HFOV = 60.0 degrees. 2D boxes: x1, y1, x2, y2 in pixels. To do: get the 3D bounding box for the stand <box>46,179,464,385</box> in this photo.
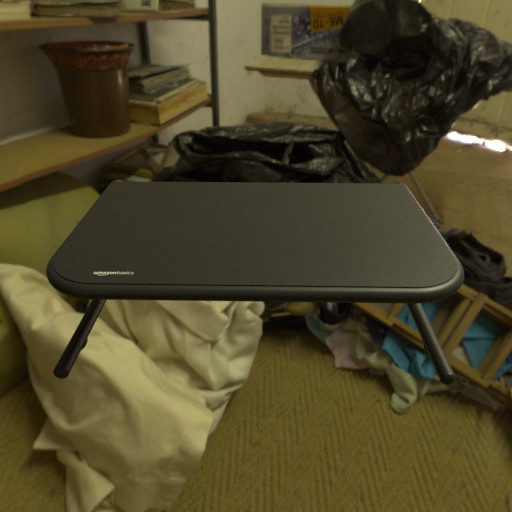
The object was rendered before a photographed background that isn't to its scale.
[{"bbox_3d":[0.000,0.000,0.499,0.370,0.108,0.280,1,31,1],"label":"stand"}]
